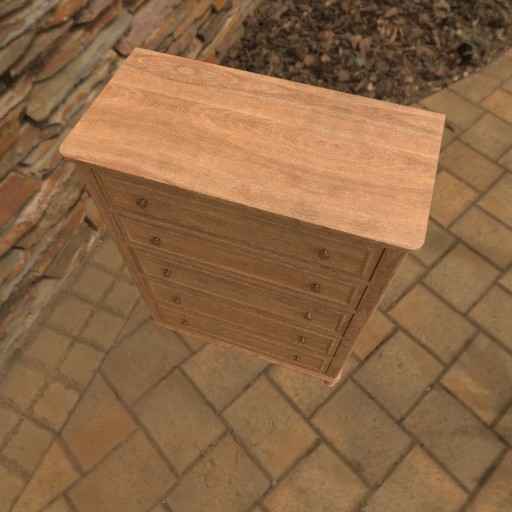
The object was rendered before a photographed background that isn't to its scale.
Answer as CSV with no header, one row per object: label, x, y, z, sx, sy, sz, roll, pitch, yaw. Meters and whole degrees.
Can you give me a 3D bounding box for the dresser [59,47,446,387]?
dresser,0.000,0.000,1.784,0.973,1.318,0.484,16,61,9
